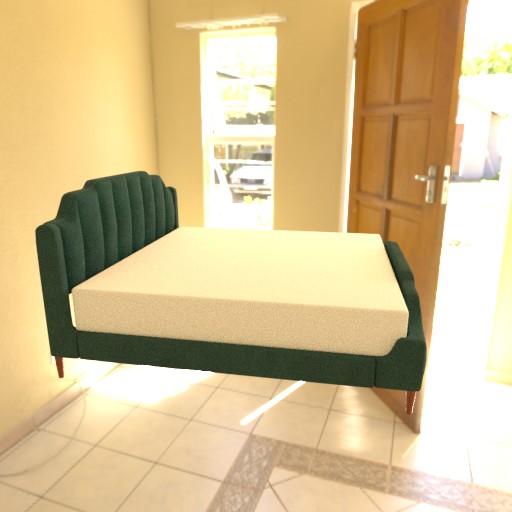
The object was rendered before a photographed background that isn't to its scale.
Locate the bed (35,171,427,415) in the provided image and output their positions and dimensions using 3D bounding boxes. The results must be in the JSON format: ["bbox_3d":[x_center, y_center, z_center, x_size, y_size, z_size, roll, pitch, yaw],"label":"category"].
[{"bbox_3d":[0.000,0.000,3.535,2.340,1.245,2.074,3,16,10],"label":"bed"}]
